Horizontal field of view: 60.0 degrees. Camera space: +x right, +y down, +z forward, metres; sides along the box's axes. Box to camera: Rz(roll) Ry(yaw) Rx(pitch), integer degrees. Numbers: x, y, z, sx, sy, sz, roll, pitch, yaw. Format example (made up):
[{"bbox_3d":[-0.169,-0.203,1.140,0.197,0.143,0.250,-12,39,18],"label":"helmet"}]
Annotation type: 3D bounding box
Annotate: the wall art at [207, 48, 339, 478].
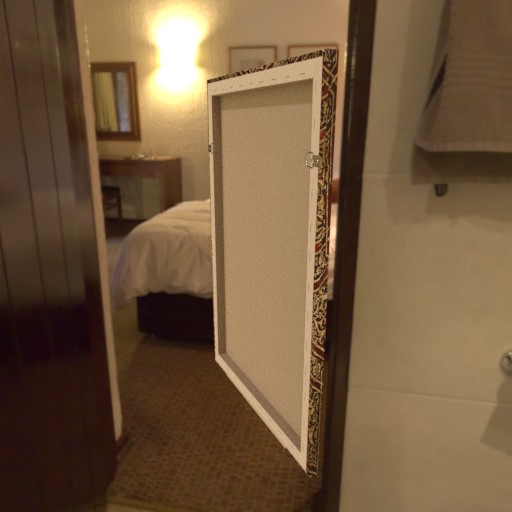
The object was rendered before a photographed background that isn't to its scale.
[{"bbox_3d":[0.000,0.000,0.764,0.020,0.599,0.397,-8,18,-25],"label":"wall art"}]
